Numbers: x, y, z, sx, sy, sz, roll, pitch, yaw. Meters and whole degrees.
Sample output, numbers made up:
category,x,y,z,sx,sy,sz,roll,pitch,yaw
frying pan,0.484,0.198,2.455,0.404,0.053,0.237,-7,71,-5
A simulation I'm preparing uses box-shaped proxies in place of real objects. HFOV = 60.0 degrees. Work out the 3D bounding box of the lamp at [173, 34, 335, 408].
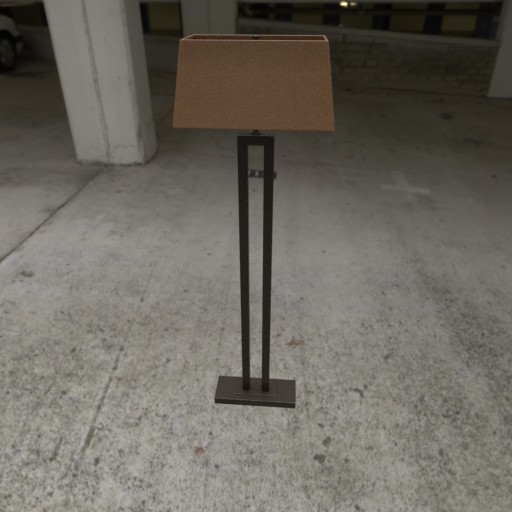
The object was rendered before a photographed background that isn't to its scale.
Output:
category,x,y,z,sx,sy,sz,roll,pitch,yaw
lamp,0.000,0.000,1.647,0.475,1.469,0.233,2,31,4
